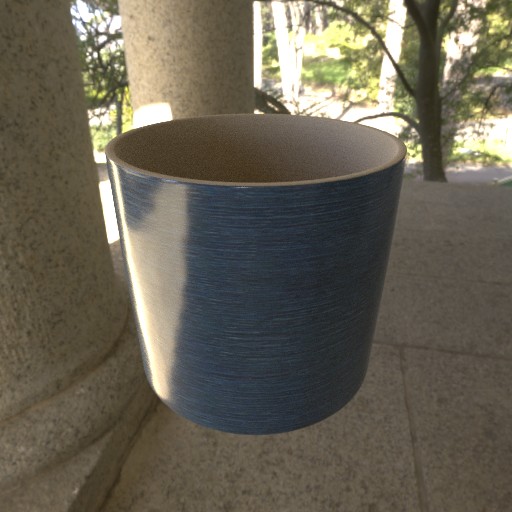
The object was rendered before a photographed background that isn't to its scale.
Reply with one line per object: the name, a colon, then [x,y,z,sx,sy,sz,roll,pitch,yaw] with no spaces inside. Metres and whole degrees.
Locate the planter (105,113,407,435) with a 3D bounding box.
planter: [0.000,0.000,0.385,0.221,0.201,0.221,0,28,0]
